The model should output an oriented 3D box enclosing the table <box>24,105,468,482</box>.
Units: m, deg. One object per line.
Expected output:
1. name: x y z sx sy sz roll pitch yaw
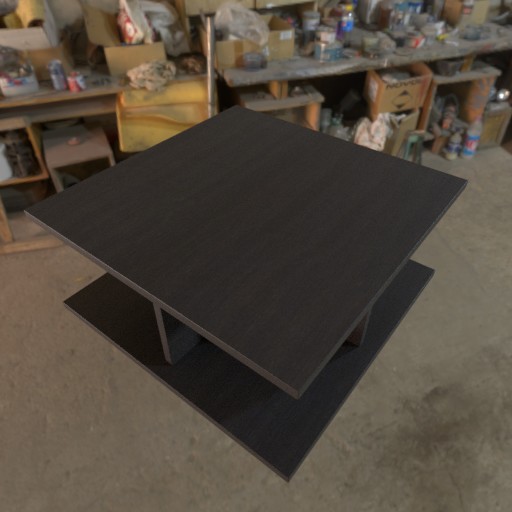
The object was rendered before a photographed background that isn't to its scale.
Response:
1. table: 0.000 0.000 1.197 0.762 0.396 0.762 27 48 28
